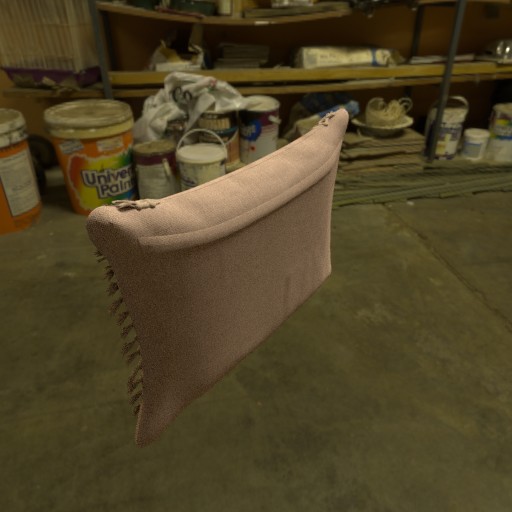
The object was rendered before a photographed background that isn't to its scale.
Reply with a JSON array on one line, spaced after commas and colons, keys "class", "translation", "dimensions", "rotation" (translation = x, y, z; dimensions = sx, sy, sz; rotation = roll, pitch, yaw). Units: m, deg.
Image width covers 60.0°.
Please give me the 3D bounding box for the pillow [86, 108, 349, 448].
[{"class": "pillow", "translation": [0.000, 0.000, 0.589], "dimensions": [0.084, 0.305, 0.466], "rotation": [20, 37, 30]}]
